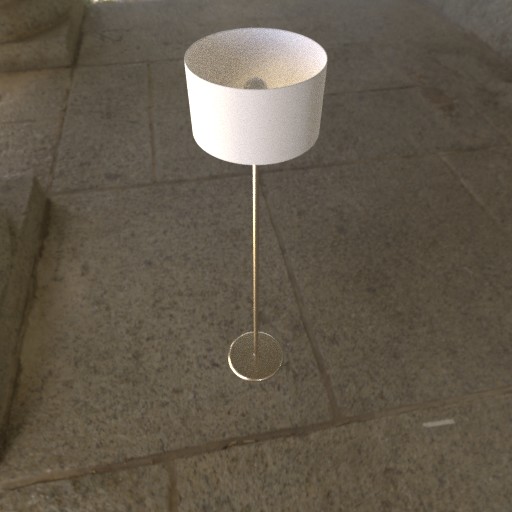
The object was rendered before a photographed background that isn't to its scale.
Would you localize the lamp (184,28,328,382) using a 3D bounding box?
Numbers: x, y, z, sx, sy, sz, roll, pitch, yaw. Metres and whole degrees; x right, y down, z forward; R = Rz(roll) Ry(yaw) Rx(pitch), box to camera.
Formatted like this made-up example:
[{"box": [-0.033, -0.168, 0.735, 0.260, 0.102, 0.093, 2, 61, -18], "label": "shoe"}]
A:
[{"box": [0.000, 0.000, 1.609, 0.347, 1.443, 0.347, -32, 55, -26], "label": "lamp"}]
